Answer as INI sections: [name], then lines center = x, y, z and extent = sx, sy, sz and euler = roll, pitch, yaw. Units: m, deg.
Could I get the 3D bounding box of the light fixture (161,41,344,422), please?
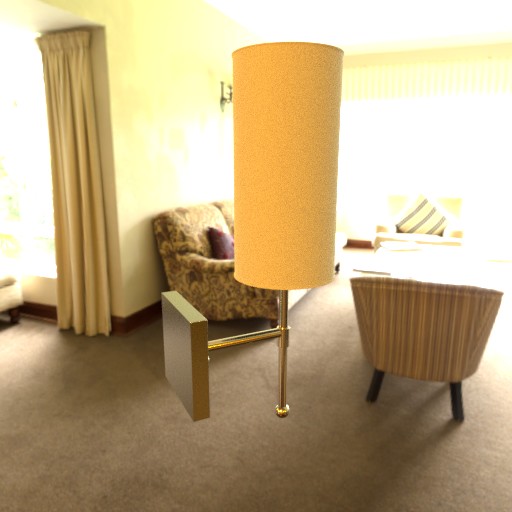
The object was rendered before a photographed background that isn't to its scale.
[light fixture]
center = 0.000, 0.000, 0.540
extent = 0.208, 0.462, 0.128
euler = -6, 14, -26
